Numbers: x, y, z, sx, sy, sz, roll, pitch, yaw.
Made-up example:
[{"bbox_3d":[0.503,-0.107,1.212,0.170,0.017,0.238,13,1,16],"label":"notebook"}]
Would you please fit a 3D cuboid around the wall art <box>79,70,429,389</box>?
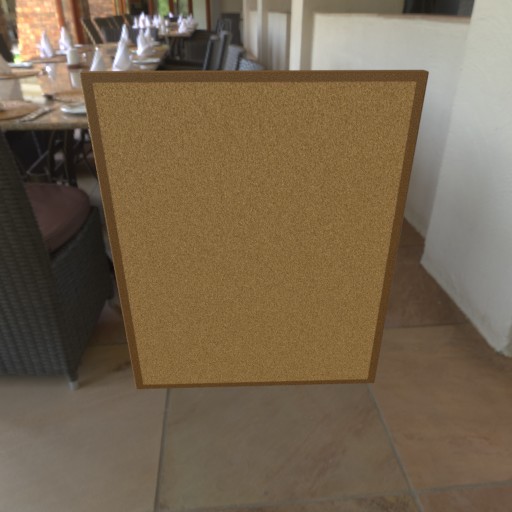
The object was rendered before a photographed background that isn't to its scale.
[{"bbox_3d":[0.000,0.000,0.710,0.449,0.550,0.021,-1,29,-2],"label":"wall art"}]
